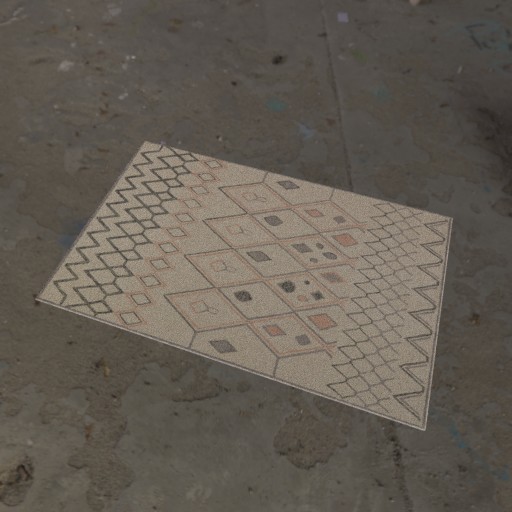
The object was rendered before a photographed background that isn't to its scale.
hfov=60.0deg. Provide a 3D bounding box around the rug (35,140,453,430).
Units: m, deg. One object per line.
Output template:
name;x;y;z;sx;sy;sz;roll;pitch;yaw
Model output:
rug;0.000;0.000;2.980;2.438;0.015;1.524;16;59;10
